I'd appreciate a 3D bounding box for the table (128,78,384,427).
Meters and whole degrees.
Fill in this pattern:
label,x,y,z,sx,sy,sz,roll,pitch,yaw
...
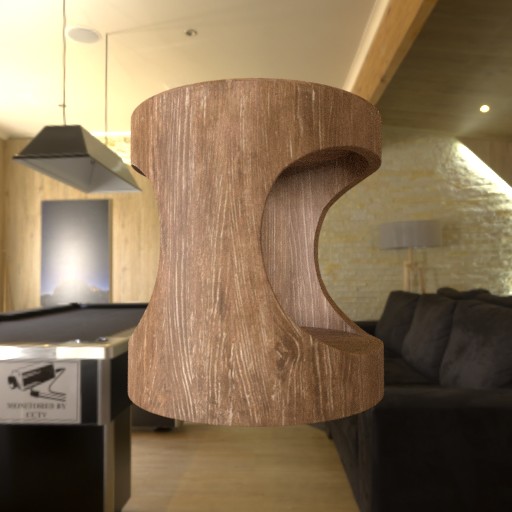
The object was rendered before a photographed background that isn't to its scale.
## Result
label,x,y,z,sx,sy,sz,roll,pitch,yaw
table,0.000,0.000,0.960,0.527,0.551,0.527,0,-2,0
